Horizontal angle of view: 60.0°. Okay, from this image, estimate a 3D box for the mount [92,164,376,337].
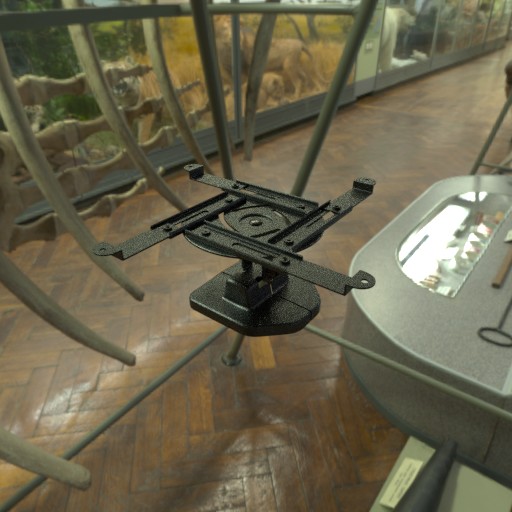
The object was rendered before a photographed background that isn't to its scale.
[{"bbox_3d":[0.000,0.000,0.615,0.394,0.141,0.394,21,36,32],"label":"mount"}]
